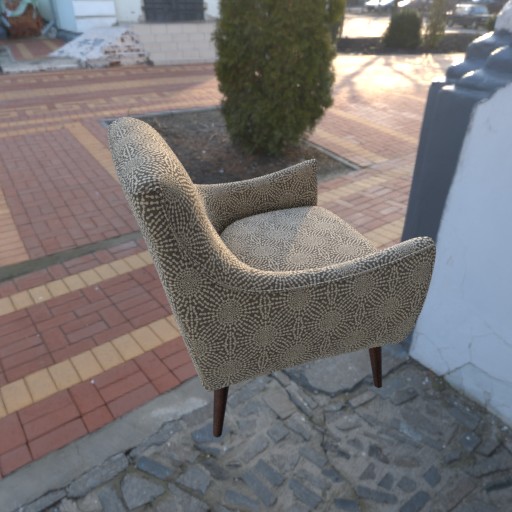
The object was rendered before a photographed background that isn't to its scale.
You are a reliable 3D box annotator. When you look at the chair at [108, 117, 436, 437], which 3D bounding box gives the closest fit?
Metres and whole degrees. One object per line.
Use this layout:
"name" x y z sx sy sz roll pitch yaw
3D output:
"chair" 0.000 0.000 1.440 0.787 0.838 0.762 -10 32 -17
